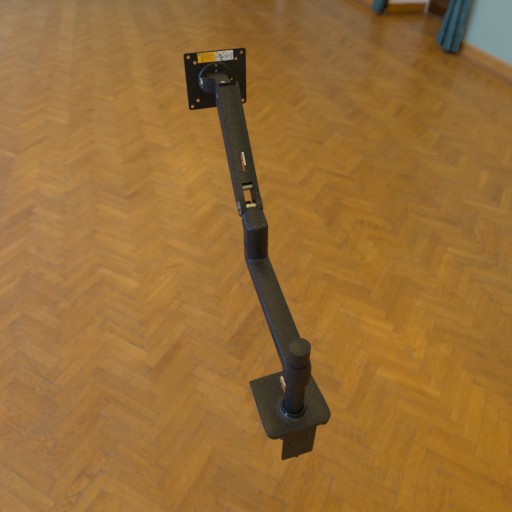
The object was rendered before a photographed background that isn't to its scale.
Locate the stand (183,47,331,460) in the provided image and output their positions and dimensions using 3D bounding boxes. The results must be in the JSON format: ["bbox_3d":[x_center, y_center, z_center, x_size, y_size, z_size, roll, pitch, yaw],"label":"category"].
[{"bbox_3d":[0.000,0.000,1.027,0.152,0.713,0.650,-12,43,-13],"label":"stand"}]
